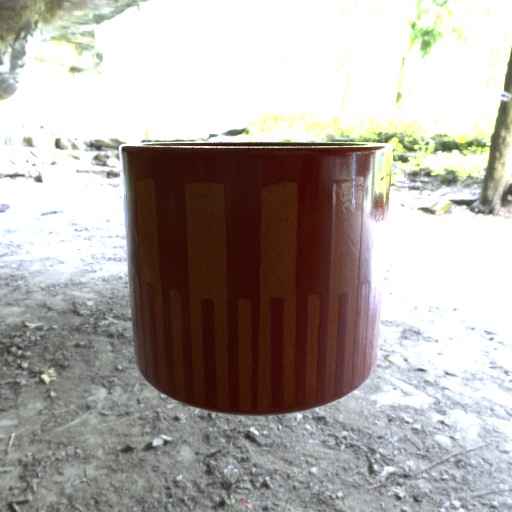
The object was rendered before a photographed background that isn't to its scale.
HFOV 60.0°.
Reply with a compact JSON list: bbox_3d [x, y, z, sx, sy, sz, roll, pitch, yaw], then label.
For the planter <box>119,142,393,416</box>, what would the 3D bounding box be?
[{"bbox_3d":[0.000,0.000,0.411,0.230,0.202,0.230,0,15,0],"label":"planter"}]
